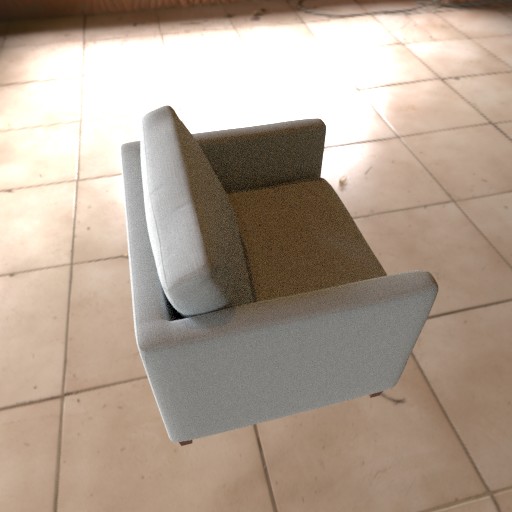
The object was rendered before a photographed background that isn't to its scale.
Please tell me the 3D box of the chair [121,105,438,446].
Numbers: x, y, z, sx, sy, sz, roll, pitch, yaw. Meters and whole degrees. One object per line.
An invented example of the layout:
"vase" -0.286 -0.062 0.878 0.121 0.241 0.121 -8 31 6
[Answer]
"chair" 0.000 0.000 1.822 0.953 0.961 1.107 -11 47 -10
